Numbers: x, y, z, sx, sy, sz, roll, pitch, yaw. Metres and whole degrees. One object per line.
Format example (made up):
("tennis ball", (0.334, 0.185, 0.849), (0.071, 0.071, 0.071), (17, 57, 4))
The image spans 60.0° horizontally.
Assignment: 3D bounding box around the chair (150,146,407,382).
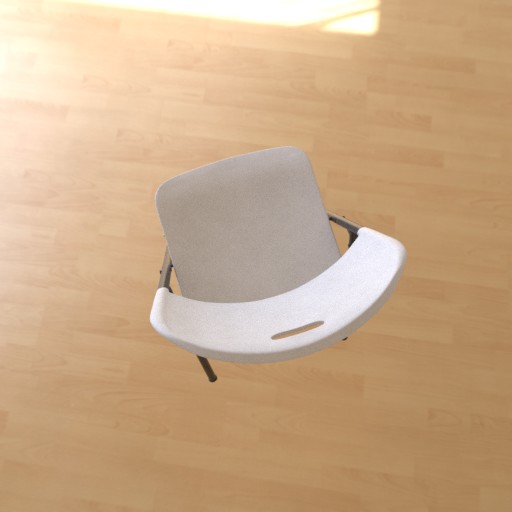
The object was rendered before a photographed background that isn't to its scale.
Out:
("chair", (0.000, 0.000, 1.172), (0.494, 0.810, 0.566), (-17, 76, -4))
